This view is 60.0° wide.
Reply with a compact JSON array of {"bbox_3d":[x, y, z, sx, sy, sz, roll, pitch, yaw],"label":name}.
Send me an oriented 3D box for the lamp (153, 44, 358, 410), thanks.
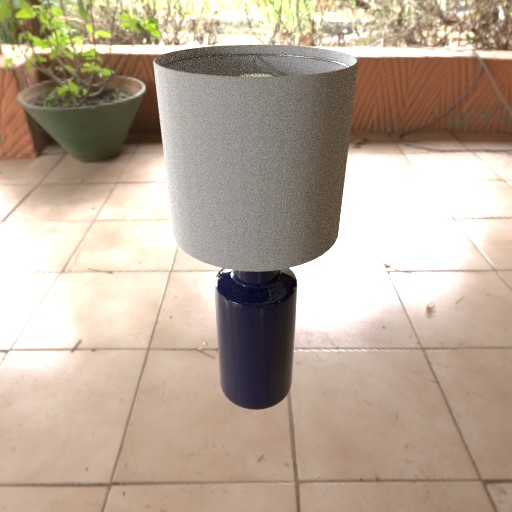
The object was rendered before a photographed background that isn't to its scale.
[{"bbox_3d":[0.000,0.000,0.597,0.212,0.493,0.212,-1,32,-1],"label":"lamp"}]
